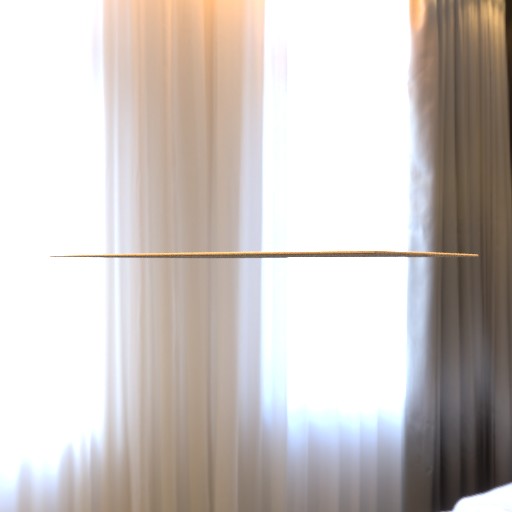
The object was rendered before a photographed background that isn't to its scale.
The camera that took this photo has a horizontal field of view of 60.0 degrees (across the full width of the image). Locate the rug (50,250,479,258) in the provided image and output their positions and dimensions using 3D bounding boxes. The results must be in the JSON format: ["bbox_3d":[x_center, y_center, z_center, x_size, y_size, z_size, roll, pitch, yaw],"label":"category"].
[{"bbox_3d":[0.000,0.000,2.816,2.290,0.014,1.526,0,-1,38],"label":"rug"}]
